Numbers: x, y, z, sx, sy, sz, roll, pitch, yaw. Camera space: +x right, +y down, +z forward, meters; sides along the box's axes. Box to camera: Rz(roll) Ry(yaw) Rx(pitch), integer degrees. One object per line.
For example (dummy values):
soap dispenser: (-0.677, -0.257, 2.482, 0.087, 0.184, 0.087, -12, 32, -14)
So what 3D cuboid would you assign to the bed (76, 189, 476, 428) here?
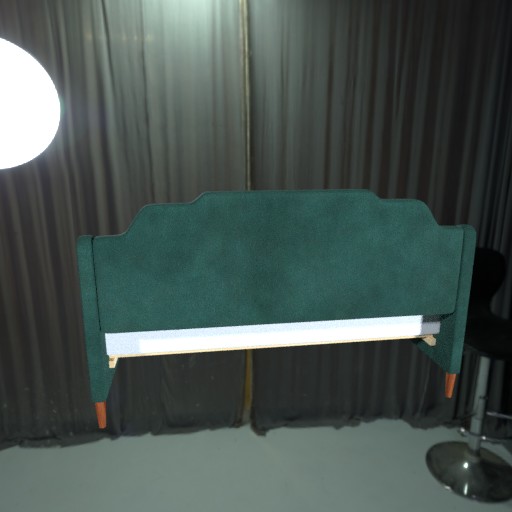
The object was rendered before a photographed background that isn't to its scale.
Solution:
bed: (0.000, 0.000, 3.451, 2.074, 1.245, 2.340, -2, 14, -8)
